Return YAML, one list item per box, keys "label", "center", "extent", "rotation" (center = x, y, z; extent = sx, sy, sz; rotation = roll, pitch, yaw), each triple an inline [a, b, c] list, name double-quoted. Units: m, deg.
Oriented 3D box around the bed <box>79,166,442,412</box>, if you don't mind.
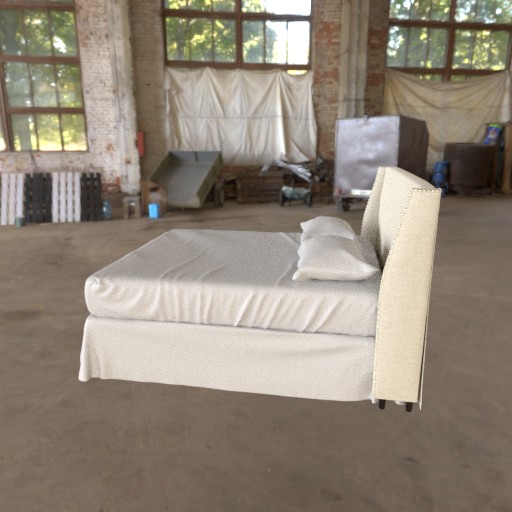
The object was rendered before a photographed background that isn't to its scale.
- label: "bed"
  center: [0.000, 0.000, 3.496]
  extent: [2.276, 1.332, 1.925]
  rotation: [3, 15, 10]
